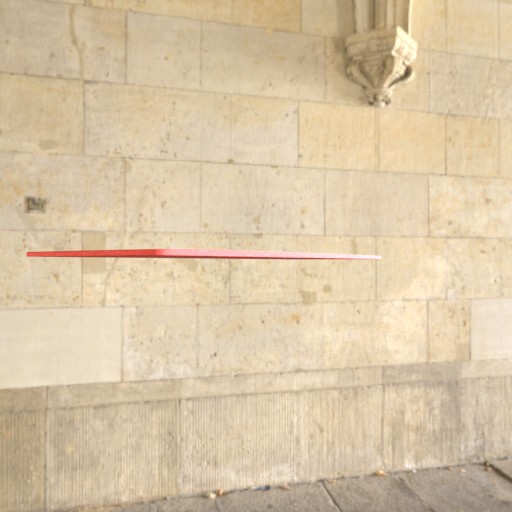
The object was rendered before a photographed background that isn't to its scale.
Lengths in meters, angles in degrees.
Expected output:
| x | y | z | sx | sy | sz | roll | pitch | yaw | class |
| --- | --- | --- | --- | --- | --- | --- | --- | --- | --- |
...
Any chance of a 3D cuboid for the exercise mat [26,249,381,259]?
| x | y | z | sx | sy | sz | roll | pitch | yaw | class |
| --- | --- | --- | --- | --- | --- | --- | --- | --- | --- |
| 0.000 | 0.000 | 2.055 | 0.616 | 0.021 | 1.869 | -1 | -1 | 34 | exercise mat |
